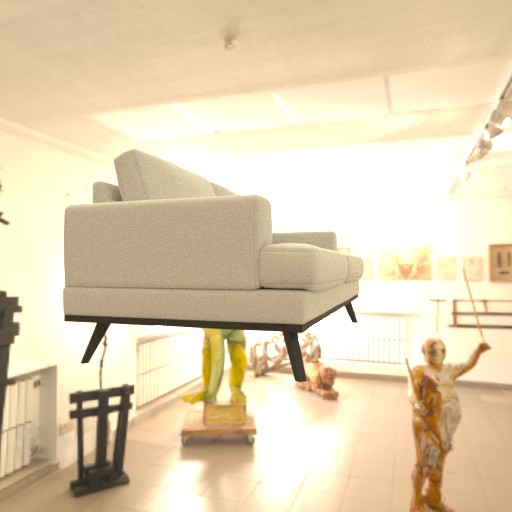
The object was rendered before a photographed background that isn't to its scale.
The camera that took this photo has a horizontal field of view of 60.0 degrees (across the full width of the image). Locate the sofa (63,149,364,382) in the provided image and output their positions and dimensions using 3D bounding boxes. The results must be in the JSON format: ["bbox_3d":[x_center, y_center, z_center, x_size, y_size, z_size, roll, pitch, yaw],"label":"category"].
[{"bbox_3d":[0.000,0.000,2.218,0.920,0.810,1.650,0,-2,19],"label":"sofa"}]
